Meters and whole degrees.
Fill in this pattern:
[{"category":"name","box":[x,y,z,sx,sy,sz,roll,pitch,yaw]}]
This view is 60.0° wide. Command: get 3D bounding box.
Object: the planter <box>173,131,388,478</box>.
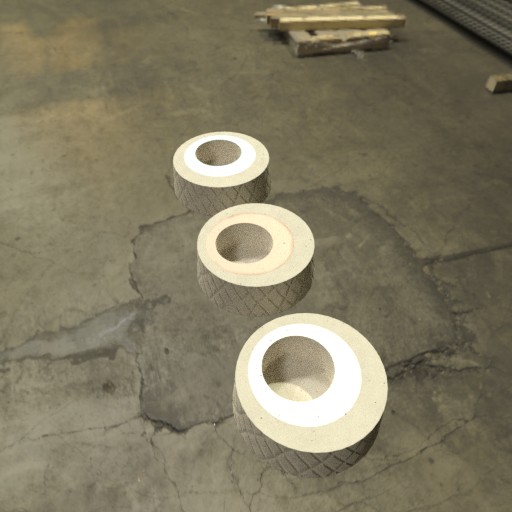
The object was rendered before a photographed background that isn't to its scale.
[{"category":"planter","box":[0.000,0.000,0.417,0.114,0.038,0.390,-12,48,-11]}]
